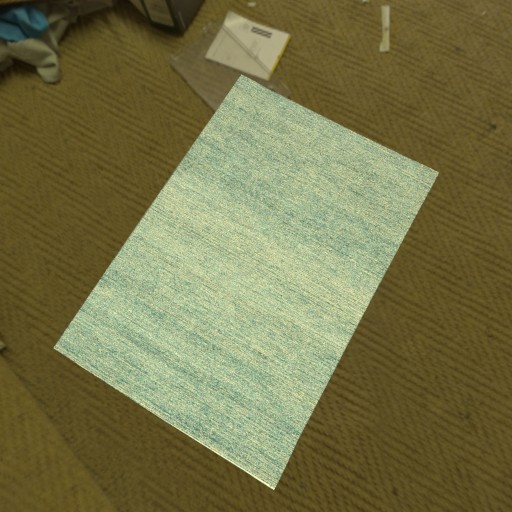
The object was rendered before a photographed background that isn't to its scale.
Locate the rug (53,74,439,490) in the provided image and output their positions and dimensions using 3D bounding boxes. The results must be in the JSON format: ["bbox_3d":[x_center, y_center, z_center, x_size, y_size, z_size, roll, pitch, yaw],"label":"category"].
[{"bbox_3d":[0.000,0.000,5.128,2.802,0.052,4.078,30,77,7],"label":"rug"}]
